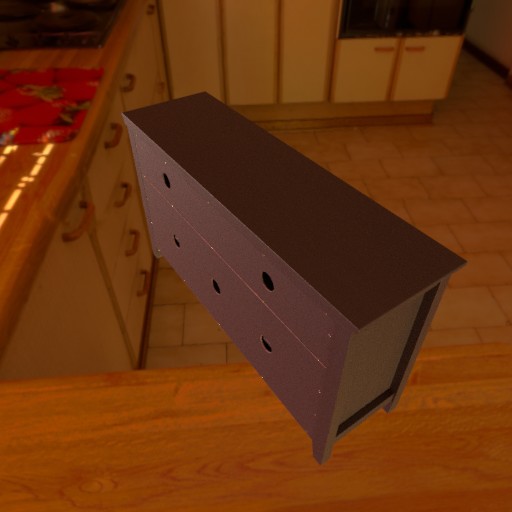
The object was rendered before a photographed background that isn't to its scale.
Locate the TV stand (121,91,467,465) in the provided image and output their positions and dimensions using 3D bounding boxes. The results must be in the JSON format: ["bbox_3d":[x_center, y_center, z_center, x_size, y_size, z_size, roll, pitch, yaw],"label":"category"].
[{"bbox_3d":[0.000,0.000,1.527,0.347,0.681,1.198,-25,48,-25],"label":"TV stand"}]
